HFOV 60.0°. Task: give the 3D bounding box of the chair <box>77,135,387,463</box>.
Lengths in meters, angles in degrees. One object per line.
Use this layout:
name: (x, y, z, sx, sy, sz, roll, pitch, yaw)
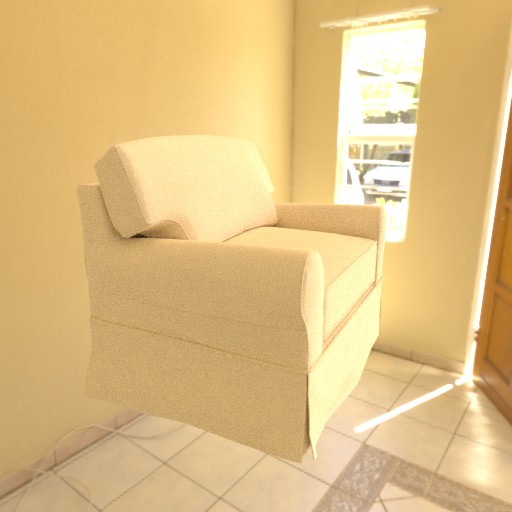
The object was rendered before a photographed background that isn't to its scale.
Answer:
chair: (0.000, 0.000, 1.819, 0.904, 0.958, 1.099, 8, 17, 26)
